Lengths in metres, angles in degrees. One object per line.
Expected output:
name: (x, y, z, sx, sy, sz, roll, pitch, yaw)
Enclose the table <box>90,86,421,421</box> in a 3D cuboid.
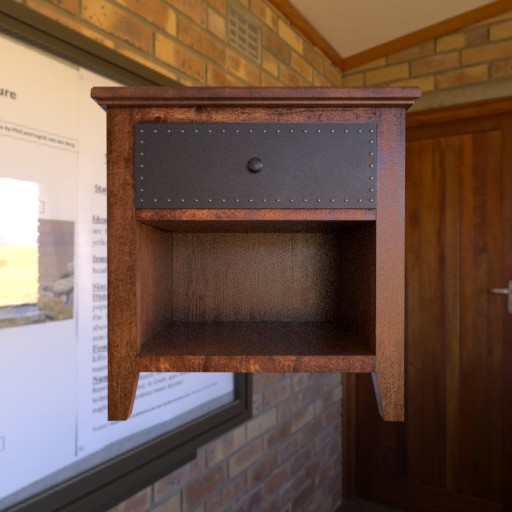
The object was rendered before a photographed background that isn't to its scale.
table: (0.000, 0.000, 1.008, 0.586, 0.597, 0.461, 0, 0, 0)
